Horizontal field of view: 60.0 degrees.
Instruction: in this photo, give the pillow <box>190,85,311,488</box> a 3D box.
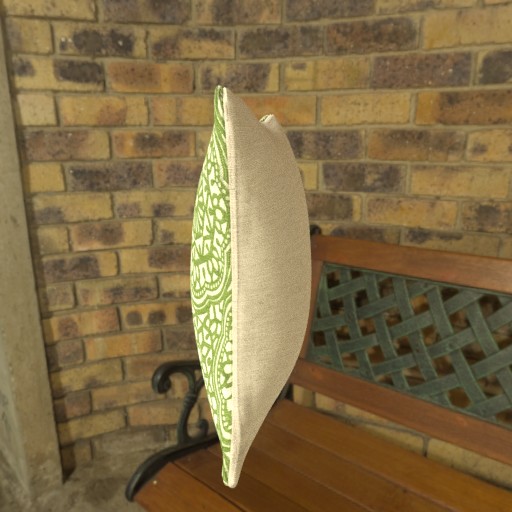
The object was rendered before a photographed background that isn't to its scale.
[{"bbox_3d":[0.000,0.000,0.645,0.162,0.419,0.440,2,15,8],"label":"pillow"}]
